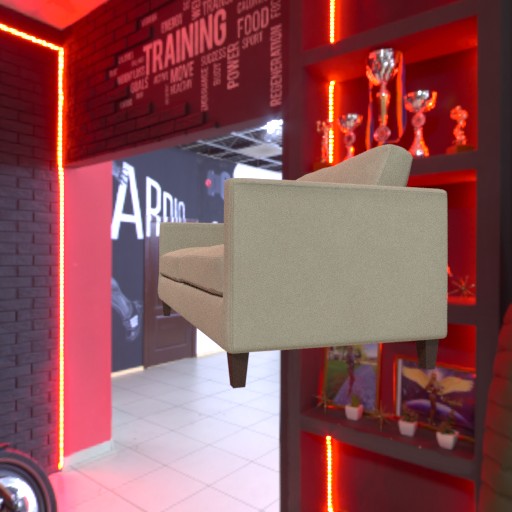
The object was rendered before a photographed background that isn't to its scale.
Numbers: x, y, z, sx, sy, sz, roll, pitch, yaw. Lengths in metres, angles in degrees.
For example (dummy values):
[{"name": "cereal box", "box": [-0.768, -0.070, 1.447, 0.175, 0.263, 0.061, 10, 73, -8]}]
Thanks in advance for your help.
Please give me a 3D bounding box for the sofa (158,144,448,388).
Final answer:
[{"name": "sofa", "box": [0.000, 0.000, 2.659, 0.948, 0.932, 2.181, 0, 0, -18]}]
